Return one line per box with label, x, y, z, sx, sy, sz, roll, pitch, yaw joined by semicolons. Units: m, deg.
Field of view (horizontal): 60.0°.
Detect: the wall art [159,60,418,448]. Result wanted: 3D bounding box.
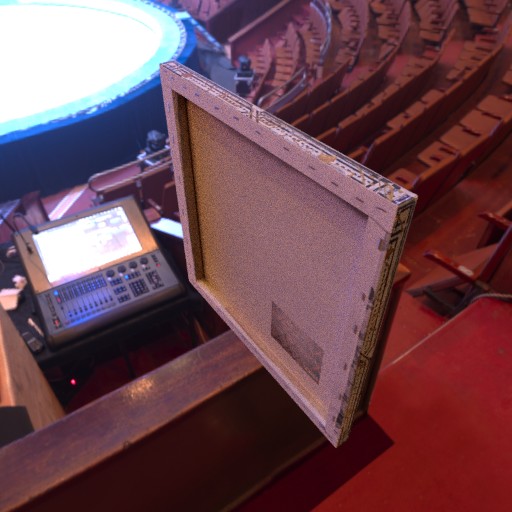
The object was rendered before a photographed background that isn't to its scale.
wall art;0.000;0.000;0.904;0.036;0.607;0.609;-26;48;-26
